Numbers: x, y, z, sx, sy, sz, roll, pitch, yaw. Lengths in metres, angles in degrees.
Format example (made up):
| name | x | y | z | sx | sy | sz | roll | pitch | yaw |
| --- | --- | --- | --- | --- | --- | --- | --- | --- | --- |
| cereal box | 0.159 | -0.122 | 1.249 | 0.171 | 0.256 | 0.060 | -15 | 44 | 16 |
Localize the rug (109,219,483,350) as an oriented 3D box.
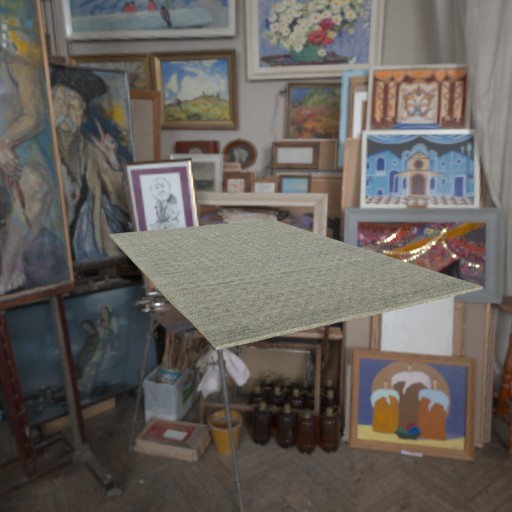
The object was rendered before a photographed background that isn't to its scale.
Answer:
| name | x | y | z | sx | sy | sz | roll | pitch | yaw |
| --- | --- | --- | --- | --- | --- | --- | --- | --- | --- |
| rug | 0.000 | 0.000 | 2.983 | 1.532 | 0.018 | 2.297 | -8 | 17 | -26 |
